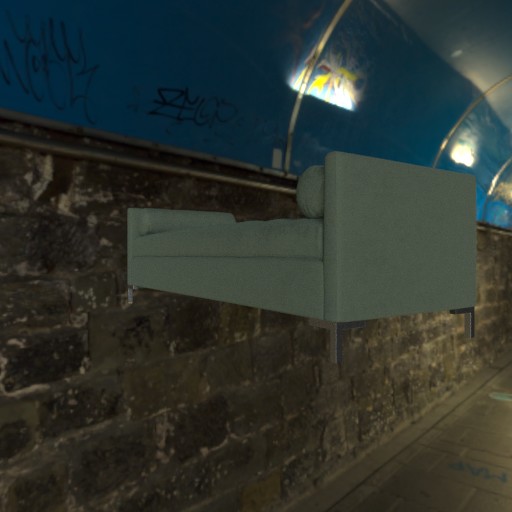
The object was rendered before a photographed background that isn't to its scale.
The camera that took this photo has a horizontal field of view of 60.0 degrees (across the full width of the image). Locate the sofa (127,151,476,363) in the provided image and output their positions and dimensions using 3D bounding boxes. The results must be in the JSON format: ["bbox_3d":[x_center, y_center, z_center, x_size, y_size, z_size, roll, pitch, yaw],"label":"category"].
[{"bbox_3d":[0.000,0.000,2.433,0.797,0.657,2.102,0,0,-34],"label":"sofa"}]
